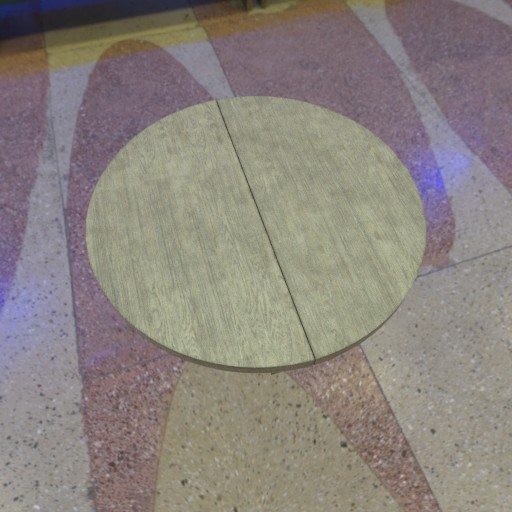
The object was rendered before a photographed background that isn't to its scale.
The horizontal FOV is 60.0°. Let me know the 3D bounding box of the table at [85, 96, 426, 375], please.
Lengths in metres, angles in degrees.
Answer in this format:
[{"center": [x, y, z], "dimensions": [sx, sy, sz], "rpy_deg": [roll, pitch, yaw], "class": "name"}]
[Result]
[{"center": [0.000, 0.000, 2.132], "dimensions": [1.363, 0.781, 1.363], "rpy_deg": [0, 57, 0], "class": "table"}]
